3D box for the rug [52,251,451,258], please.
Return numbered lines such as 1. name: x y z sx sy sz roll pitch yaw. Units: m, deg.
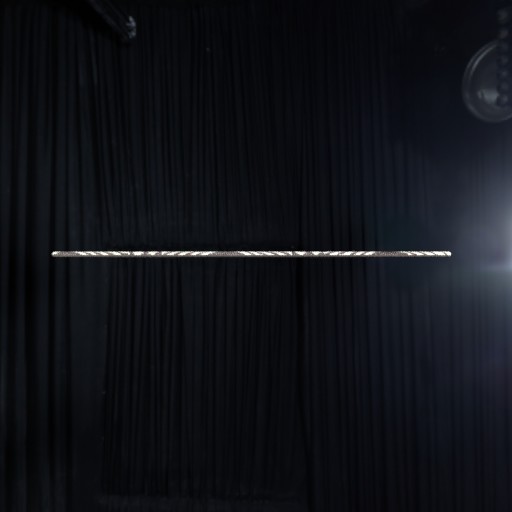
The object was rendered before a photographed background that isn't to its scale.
1. rug: 0.000 0.000 2.244 1.210 0.016 1.833 0 0 1
